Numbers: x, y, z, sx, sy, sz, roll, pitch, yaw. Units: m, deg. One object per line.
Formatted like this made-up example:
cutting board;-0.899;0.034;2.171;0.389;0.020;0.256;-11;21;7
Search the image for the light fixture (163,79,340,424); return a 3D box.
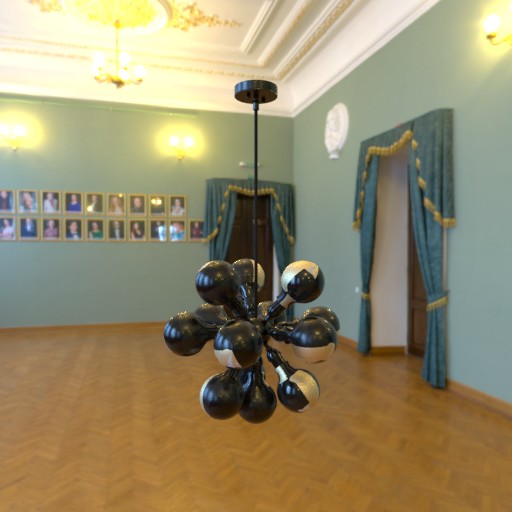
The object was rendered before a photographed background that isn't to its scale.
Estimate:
light fixture;0.000;0.000;1.137;0.468;0.859;0.420;0;1;-18
